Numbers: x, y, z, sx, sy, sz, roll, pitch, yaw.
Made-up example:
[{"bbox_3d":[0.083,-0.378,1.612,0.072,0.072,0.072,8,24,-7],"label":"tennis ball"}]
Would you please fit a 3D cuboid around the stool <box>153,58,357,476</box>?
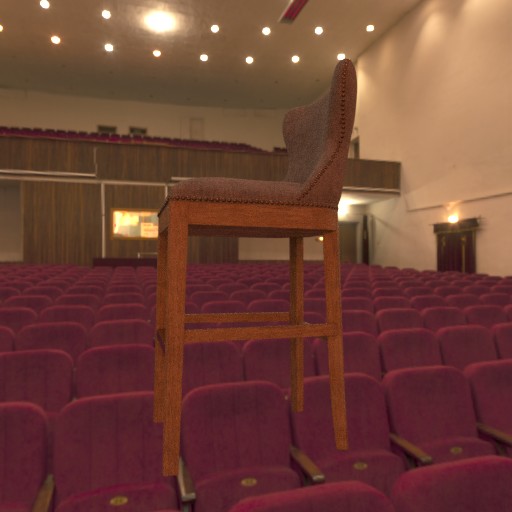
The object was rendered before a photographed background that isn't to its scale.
[{"bbox_3d":[0.000,0.000,1.408,0.606,1.123,0.494,0,-1,-16],"label":"stool"}]
